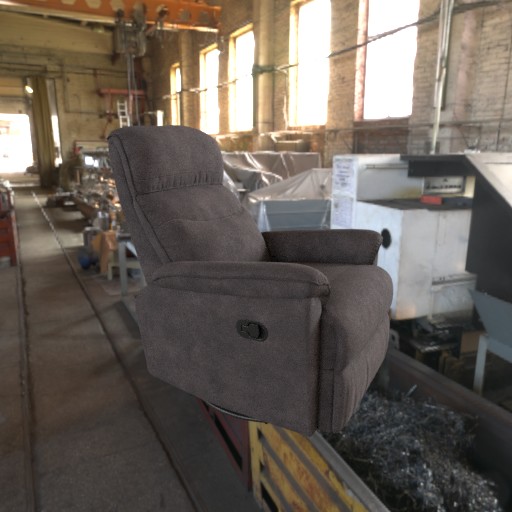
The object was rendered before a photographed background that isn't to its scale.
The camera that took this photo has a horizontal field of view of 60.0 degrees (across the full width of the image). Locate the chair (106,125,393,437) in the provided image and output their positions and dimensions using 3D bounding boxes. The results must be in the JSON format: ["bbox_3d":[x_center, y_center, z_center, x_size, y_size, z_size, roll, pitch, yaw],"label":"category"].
[{"bbox_3d":[0.000,0.000,1.777,1.009,1.035,0.830,7,15,28],"label":"chair"}]
